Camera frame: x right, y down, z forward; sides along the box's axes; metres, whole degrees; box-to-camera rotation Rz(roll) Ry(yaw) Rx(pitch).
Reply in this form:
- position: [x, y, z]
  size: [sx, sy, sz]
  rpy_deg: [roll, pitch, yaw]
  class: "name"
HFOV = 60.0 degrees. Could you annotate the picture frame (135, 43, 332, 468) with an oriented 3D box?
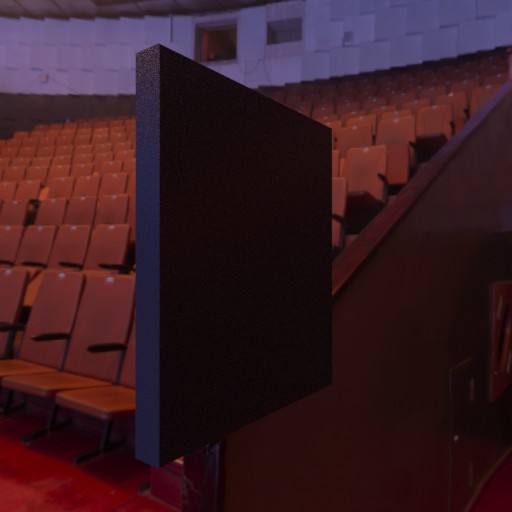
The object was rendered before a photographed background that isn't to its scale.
- position: [0.000, 0.000, 0.534]
  size: [0.034, 0.378, 0.328]
  rpy_deg: [0, 0, 37]
  class: "picture frame"
